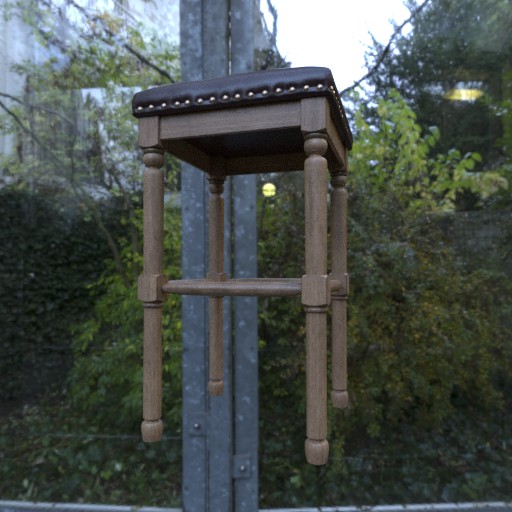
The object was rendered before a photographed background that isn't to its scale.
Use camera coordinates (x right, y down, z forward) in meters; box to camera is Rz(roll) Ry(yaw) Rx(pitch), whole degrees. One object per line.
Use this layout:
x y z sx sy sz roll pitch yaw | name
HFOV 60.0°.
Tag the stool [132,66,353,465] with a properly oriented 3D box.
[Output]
0.000 0.000 0.954 0.382 0.702 0.383 -1 -2 18 | stool
